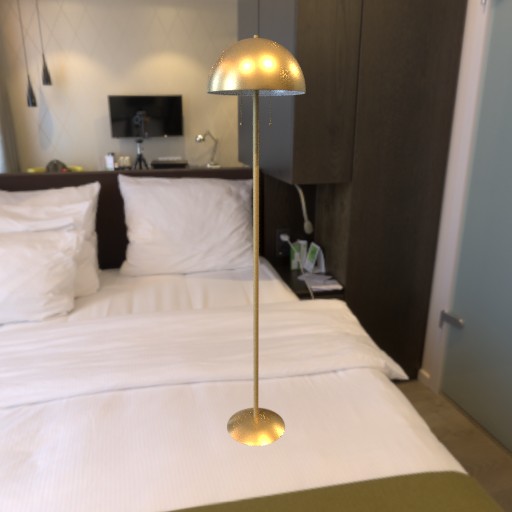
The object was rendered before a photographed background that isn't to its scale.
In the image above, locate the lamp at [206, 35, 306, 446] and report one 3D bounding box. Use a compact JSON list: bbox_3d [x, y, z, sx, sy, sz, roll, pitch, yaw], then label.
[{"bbox_3d":[0.000,0.000,1.638,0.328,1.480,0.328,-16,23,-42],"label":"lamp"}]
